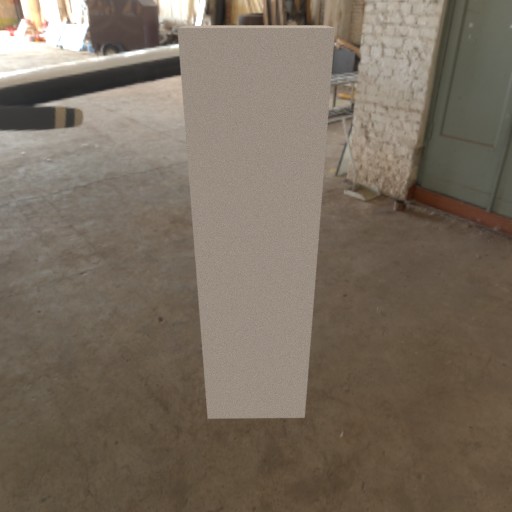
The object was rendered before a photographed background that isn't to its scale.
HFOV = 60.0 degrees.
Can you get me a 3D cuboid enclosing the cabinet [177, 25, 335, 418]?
[{"bbox_3d":[0.000,0.000,1.945,0.500,1.790,0.230,0,29,-1],"label":"cabinet"}]
